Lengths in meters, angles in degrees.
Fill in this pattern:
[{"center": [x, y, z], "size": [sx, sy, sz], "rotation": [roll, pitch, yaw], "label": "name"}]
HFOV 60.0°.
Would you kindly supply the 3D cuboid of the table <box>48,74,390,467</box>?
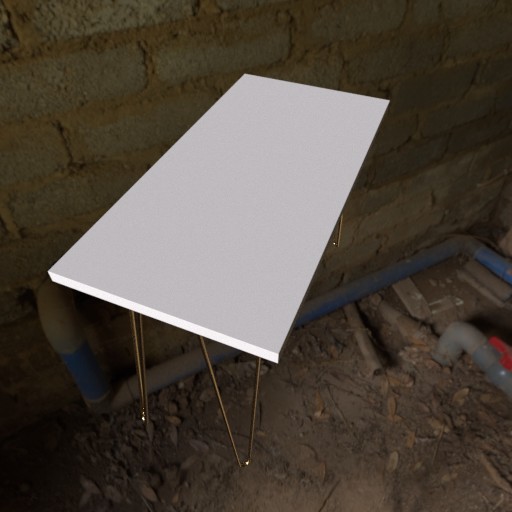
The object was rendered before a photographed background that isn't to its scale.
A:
[{"center": [0.000, 0.000, 1.378], "size": [0.498, 0.660, 0.991], "rotation": [17, 48, 16], "label": "table"}]
